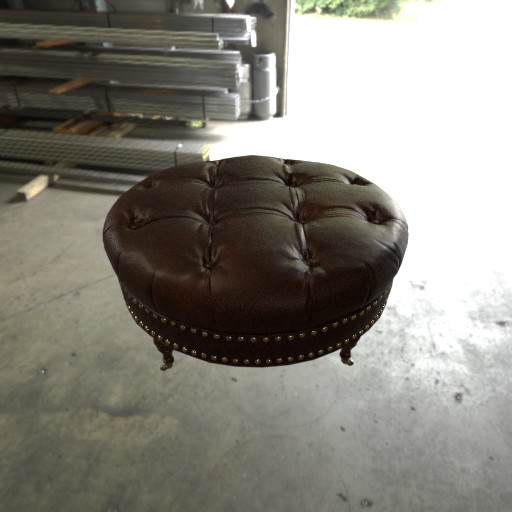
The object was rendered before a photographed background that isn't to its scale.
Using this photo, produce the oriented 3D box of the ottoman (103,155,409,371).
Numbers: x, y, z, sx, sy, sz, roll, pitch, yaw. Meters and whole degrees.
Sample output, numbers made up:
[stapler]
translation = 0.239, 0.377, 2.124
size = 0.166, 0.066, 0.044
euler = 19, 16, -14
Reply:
[ottoman]
translation = 0.000, 0.000, 1.422
size = 0.901, 0.455, 0.901
euler = 0, 33, 0
